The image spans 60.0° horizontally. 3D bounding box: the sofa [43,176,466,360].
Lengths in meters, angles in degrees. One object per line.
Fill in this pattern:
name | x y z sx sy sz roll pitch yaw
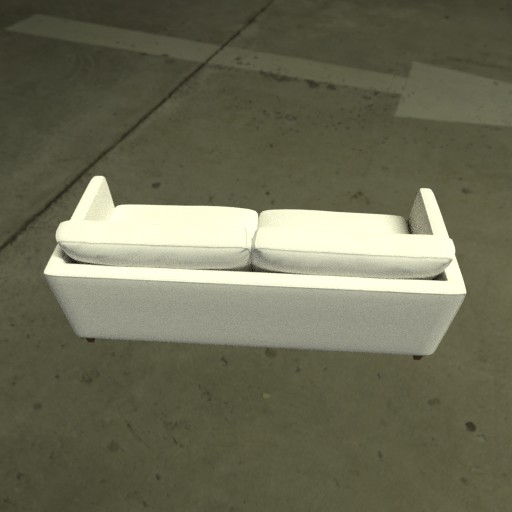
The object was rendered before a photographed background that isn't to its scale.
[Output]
sofa | 0.000 0.000 2.938 2.361 0.962 0.951 3 47 2
